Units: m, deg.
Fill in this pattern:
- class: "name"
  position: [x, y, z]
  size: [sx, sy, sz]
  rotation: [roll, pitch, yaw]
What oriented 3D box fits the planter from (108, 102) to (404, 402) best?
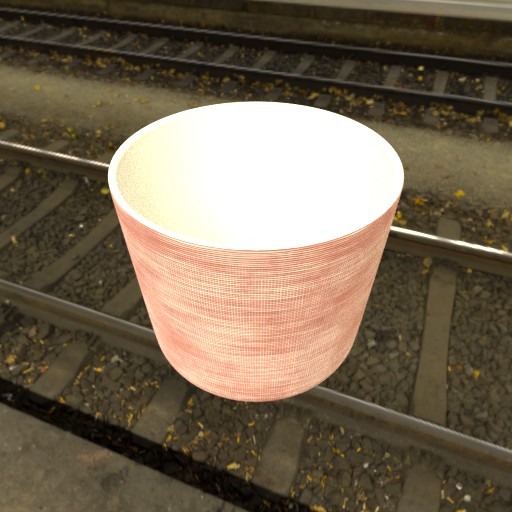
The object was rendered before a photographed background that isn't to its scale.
- class: "planter"
  position: [0.000, 0.000, 0.808]
  size: [0.440, 0.398, 0.440]
  rotation: [0, 41, 0]
